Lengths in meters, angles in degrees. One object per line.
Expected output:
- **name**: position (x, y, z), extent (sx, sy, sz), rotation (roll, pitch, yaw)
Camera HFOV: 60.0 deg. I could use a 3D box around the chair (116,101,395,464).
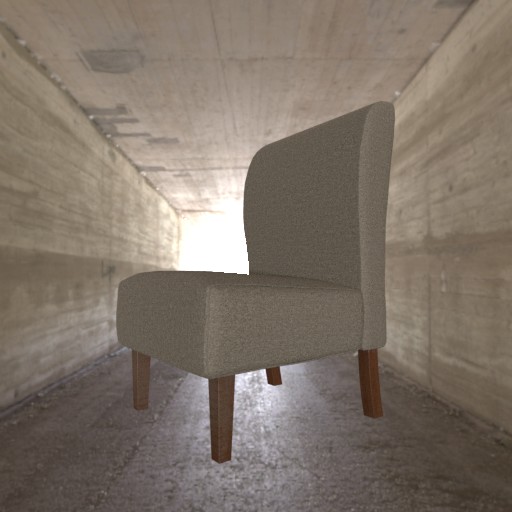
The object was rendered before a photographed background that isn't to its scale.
- **chair**: position (0.000, 0.000, 1.156), extent (0.592, 0.804, 0.513), rotation (2, -3, -37)
